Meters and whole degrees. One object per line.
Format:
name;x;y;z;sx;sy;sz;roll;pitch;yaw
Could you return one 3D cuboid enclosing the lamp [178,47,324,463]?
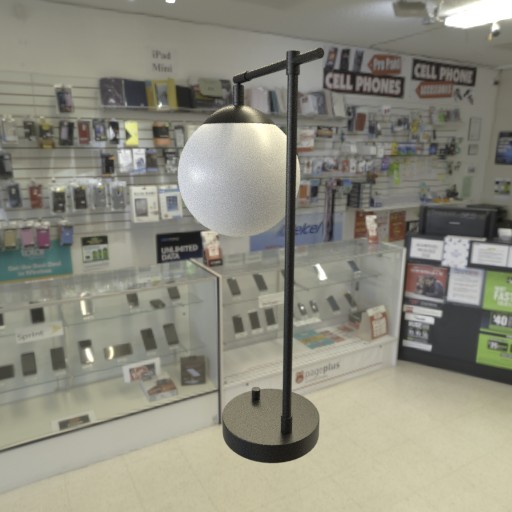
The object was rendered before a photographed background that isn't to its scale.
lamp;0.000;0.000;0.696;0.197;0.559;0.316;-7;15;-26
